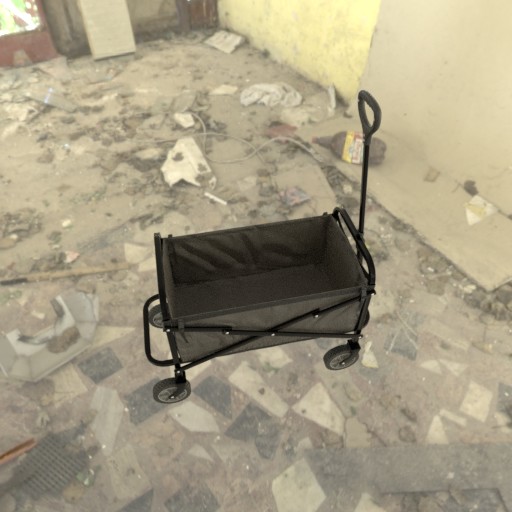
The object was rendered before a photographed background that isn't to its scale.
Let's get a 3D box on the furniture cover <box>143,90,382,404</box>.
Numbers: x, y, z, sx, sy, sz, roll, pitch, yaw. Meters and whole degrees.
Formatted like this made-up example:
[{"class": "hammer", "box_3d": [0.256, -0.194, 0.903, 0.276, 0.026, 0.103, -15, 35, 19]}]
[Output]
[{"class": "furniture cover", "box_3d": [0.000, 0.000, 1.813, 1.038, 1.295, 0.532, -9, 46, -9]}]
